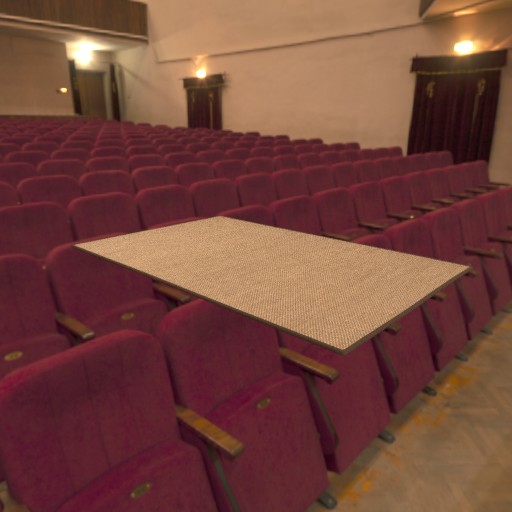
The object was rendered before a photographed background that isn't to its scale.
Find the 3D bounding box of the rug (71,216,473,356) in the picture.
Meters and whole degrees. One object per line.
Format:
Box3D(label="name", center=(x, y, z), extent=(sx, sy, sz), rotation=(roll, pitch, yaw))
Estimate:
Box3D(label="rug", center=(0.000, 0.000, 2.151), extent=(1.676, 0.013, 1.067), rotation=(15, 22, 41))
